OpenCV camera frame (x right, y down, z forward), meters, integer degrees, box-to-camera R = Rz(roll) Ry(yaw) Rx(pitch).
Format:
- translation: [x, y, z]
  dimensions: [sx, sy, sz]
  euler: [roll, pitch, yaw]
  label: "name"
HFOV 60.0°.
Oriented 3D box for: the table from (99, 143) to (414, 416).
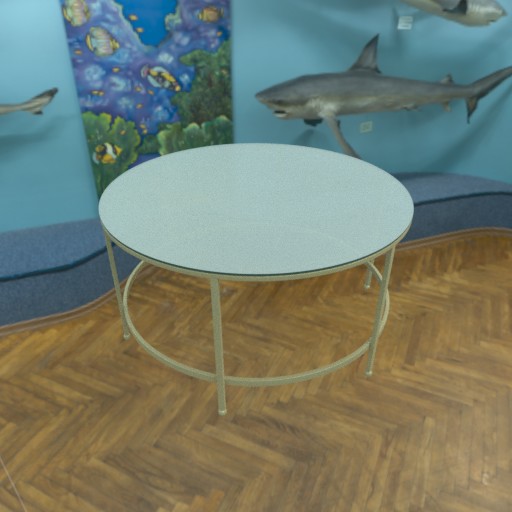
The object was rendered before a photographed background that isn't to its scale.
- translation: [0.000, 0.000, 1.459]
  dimensions: [0.914, 0.470, 0.914]
  euler: [0, 32, 0]
  label: "table"
